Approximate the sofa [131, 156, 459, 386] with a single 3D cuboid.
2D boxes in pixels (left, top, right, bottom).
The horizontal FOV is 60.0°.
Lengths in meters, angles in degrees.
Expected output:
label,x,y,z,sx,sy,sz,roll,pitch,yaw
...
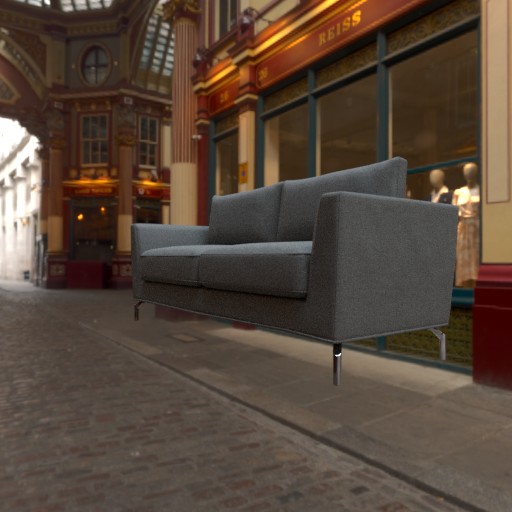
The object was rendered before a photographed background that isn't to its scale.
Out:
label,x,y,z,sx,sy,sz,roll,pitch,yaw
sofa,0.000,0.000,2.798,0.869,1.002,2.212,0,0,-36
